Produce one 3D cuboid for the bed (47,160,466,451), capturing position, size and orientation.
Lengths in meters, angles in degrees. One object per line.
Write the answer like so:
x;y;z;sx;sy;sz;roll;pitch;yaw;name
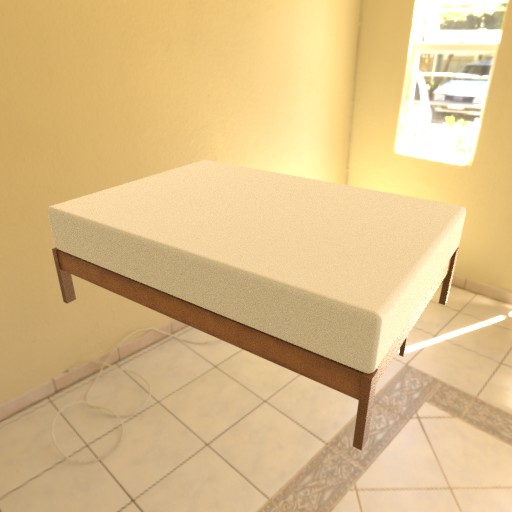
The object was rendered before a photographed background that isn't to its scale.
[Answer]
0.000;0.000;2.581;1.927;0.616;1.348;17;30;31;bed
